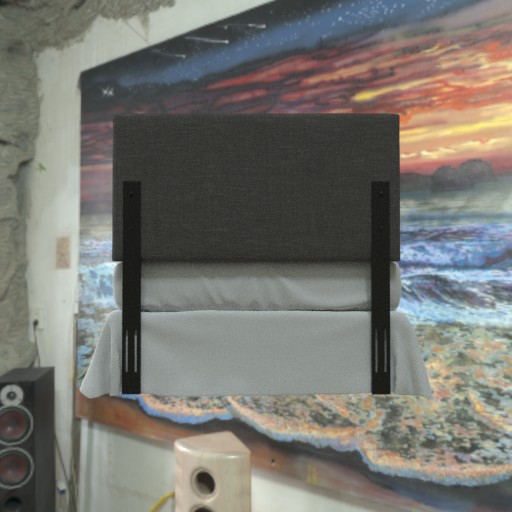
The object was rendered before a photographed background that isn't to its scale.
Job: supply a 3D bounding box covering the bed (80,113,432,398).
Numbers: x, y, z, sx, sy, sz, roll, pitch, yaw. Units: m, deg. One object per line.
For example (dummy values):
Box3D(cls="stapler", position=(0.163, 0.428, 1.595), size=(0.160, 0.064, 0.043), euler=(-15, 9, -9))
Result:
Box3D(cls="bed", position=(0.000, 0.000, 3.495), size=(1.936, 1.577, 2.222), euler=(0, -1, 0))
